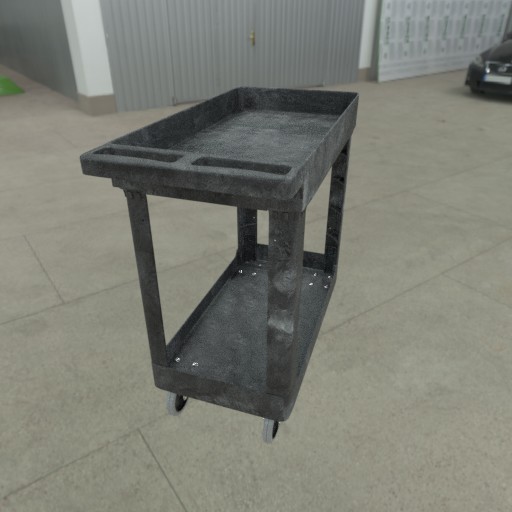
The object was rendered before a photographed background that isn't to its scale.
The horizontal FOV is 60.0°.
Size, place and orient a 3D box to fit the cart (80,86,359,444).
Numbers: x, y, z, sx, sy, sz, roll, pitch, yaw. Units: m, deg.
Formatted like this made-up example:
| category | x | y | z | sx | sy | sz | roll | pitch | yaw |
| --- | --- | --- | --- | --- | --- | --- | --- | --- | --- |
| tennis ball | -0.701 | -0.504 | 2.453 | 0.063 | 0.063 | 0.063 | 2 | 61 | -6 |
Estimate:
| category | x | y | z | sx | sy | sz | roll | pitch | yaw |
| --- | --- | --- | --- | --- | --- | --- | --- | --- | --- |
| cart | 0.000 | 0.000 | 1.334 | 0.420 | 0.824 | 0.877 | 10 | 31 | 16 |
